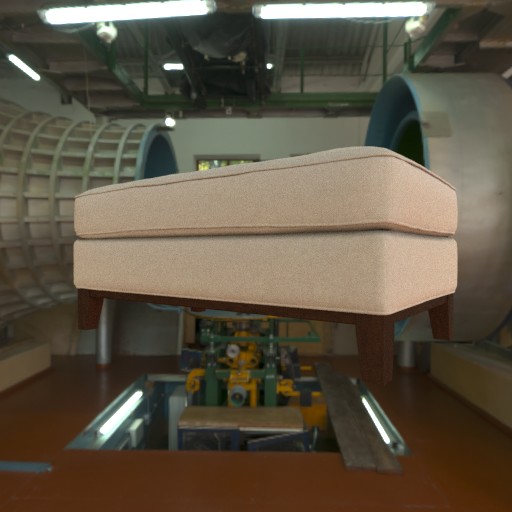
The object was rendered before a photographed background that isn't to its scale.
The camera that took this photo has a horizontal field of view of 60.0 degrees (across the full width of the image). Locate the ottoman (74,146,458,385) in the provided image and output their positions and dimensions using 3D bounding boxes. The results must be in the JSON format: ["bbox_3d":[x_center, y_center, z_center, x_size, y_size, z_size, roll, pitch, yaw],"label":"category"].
[{"bbox_3d":[0.000,0.000,1.453,1.143,0.508,0.648,0,1,36],"label":"ottoman"}]
